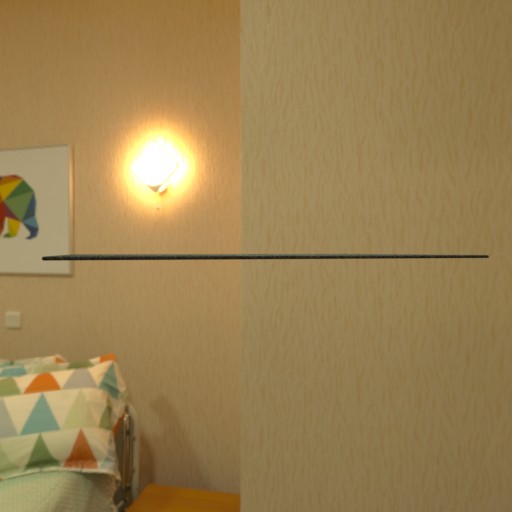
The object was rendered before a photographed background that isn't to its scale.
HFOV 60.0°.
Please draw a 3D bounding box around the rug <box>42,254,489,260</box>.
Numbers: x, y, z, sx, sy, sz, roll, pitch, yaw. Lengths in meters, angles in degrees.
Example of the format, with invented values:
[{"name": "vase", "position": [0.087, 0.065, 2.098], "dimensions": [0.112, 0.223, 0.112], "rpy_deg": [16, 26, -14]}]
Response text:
[{"name": "rug", "position": [0.000, 0.000, 2.877], "dimensions": [2.330, 0.017, 1.478], "rpy_deg": [0, 1, -18]}]
